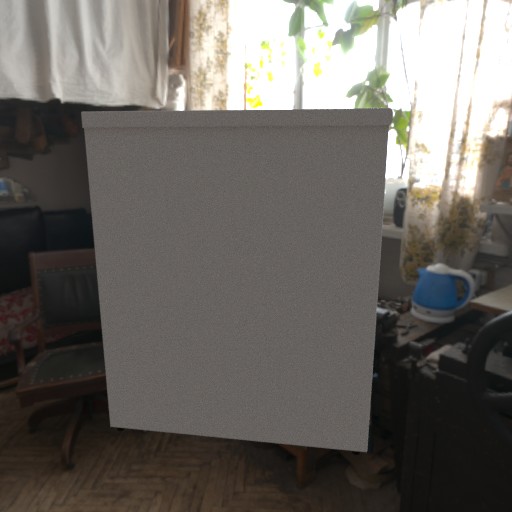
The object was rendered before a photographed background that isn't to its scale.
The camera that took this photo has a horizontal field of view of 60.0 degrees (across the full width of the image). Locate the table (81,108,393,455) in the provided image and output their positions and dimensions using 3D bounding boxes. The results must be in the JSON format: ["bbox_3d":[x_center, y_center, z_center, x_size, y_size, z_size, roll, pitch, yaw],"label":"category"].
[{"bbox_3d":[0.000,0.000,0.785,0.380,0.460,0.420,2,14,9],"label":"table"}]
